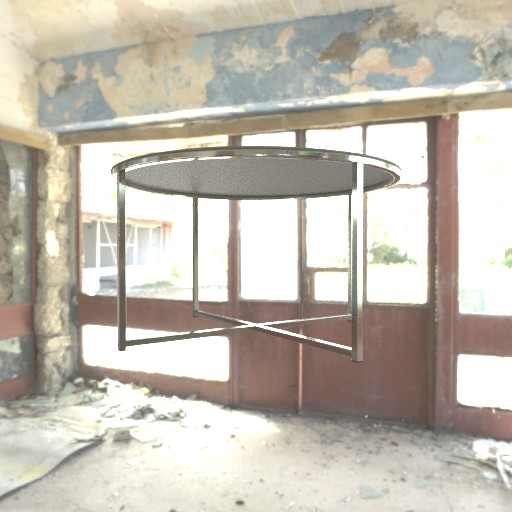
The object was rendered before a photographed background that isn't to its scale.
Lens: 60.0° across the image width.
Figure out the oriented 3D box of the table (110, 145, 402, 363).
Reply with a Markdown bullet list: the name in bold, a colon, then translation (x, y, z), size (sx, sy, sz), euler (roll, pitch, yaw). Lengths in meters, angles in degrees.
- **table**: translation (0.000, 0.000, 1.283), size (0.800, 0.450, 0.800), euler (0, 1, 0)
